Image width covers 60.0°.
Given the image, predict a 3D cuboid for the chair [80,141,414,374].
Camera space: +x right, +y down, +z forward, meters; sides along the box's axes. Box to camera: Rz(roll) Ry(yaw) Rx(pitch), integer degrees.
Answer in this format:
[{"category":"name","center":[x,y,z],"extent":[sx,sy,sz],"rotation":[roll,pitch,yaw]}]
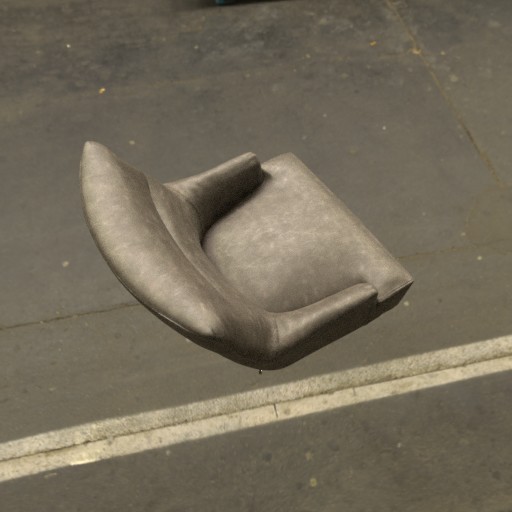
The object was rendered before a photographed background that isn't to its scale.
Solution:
[{"category":"chair","center":[0.000,0.000,1.509],"extent":[0.874,0.870,0.738],"rotation":[-29,63,-17]}]
